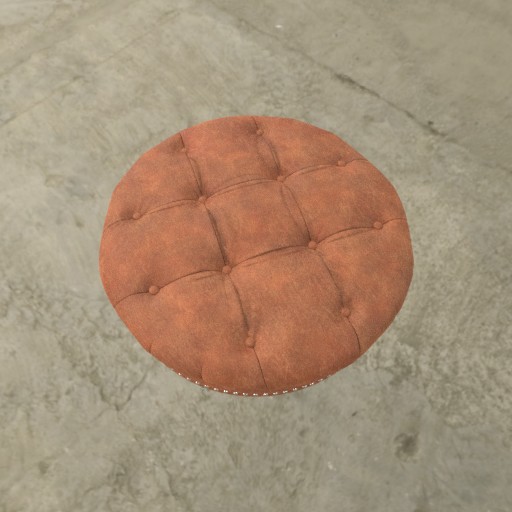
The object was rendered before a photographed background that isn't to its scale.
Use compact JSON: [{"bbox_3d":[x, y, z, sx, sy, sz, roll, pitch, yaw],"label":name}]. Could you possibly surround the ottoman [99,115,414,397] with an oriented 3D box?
[{"bbox_3d":[0.000,0.000,1.392,0.901,0.444,0.901,0,59,0],"label":"ottoman"}]
